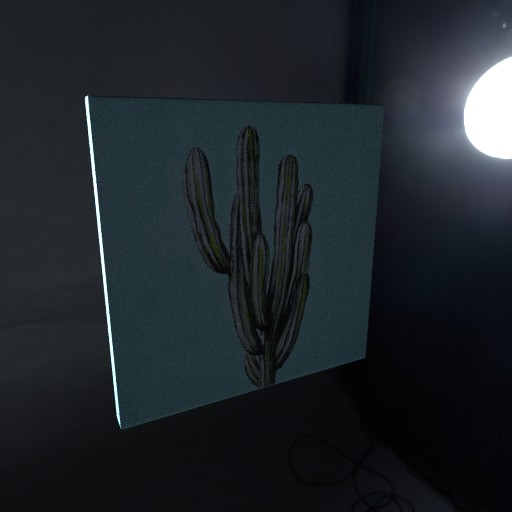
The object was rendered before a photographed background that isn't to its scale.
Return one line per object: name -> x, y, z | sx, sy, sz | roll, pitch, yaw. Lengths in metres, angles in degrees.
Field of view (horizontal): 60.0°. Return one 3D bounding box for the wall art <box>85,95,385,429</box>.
wall art -> 0.000, 0.000, 1.624 | 1.071, 1.073, 0.070 | -8, 18, -27
